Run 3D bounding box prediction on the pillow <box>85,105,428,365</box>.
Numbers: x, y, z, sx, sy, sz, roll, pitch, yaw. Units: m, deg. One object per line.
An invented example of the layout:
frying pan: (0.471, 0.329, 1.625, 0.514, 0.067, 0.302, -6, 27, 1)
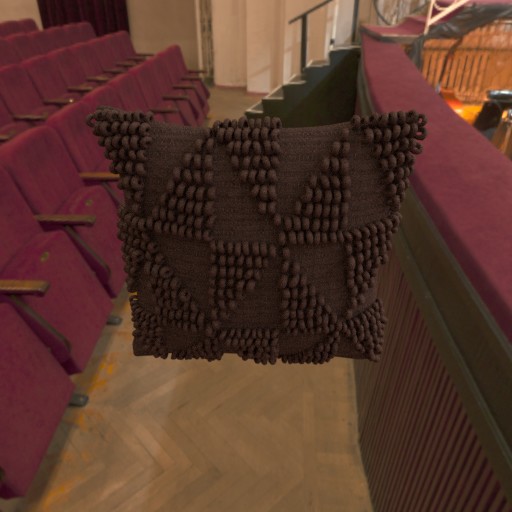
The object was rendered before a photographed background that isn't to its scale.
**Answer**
pillow: (0.000, 0.000, 0.719, 0.470, 0.467, 0.172, 1, 31, 1)
